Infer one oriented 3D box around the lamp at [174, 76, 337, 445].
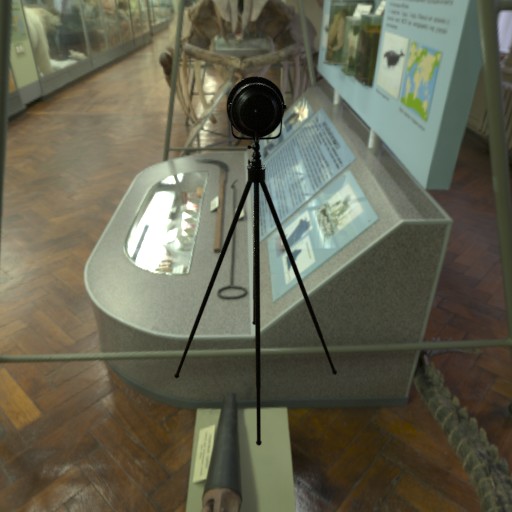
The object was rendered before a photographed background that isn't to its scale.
[{"bbox_3d":[0.000,0.000,2.023,0.879,1.504,0.884,-1,31,-1],"label":"lamp"}]
